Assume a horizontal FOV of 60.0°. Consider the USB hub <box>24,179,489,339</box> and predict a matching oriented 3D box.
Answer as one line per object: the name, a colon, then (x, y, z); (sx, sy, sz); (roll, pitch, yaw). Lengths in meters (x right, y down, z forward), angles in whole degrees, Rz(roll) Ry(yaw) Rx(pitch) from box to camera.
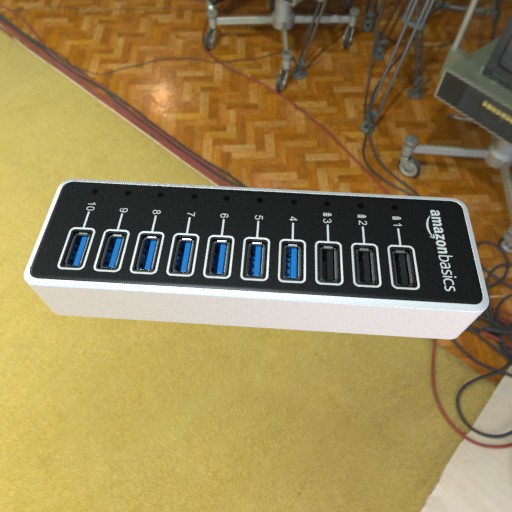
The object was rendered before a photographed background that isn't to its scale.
USB hub: (0.000, 0.000, 0.156); (0.145, 0.023, 0.044); (3, 58, 2)
